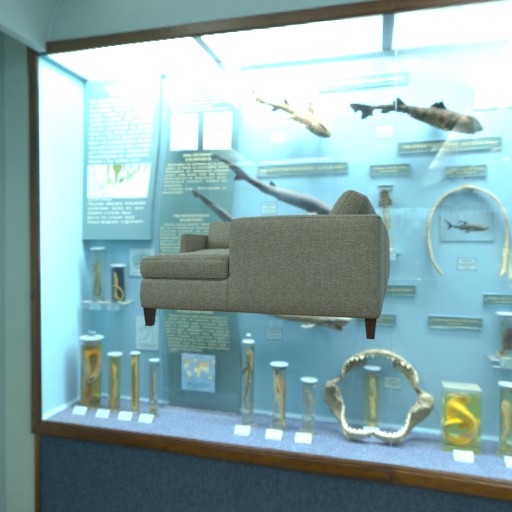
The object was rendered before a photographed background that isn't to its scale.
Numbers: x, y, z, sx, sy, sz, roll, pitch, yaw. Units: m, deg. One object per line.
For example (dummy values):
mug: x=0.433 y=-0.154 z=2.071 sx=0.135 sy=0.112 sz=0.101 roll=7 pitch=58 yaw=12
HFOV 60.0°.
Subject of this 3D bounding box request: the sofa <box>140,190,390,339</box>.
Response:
sofa: x=0.000 y=0.000 z=4.461 sx=2.551 sy=0.889 sz=3.403 roll=0 pitch=1 yaw=17
